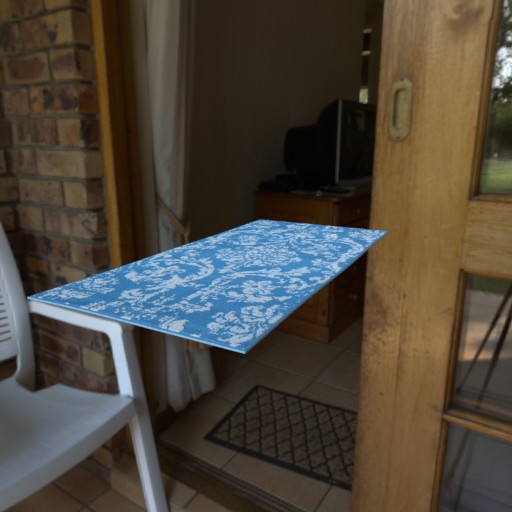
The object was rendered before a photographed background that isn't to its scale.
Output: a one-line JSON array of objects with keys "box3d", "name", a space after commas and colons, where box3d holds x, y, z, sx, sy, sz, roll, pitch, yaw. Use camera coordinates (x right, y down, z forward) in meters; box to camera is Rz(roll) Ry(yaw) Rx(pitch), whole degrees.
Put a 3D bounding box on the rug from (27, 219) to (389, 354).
[{"box3d": [0.000, 0.000, 1.448, 0.604, 0.007, 1.219, 8, 17, 27], "name": "rug"}]
